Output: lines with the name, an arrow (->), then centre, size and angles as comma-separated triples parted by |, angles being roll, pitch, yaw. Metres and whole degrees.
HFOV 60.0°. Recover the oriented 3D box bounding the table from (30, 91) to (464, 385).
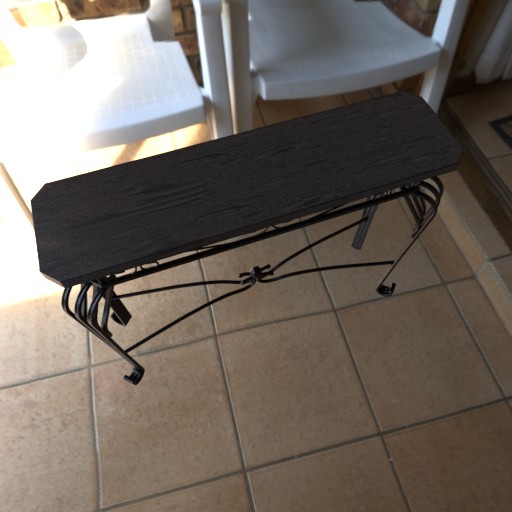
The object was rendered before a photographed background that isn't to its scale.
table -> 0.000, 0.000, 1.446 | 1.112, 0.800, 0.329 | -17, 60, -10
